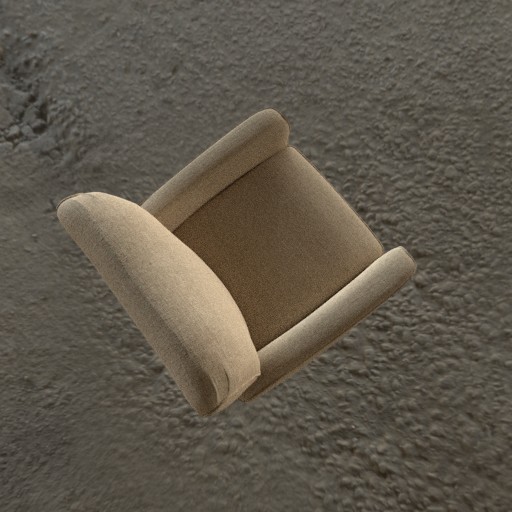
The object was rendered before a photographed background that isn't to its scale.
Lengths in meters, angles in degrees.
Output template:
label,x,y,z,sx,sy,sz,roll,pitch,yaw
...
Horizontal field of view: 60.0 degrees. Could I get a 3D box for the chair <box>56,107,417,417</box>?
label,x,y,z,sx,sy,sz,roll,pitch,yaw
chair,0.000,0.000,1.626,0.858,1.028,0.841,-38,79,-9
